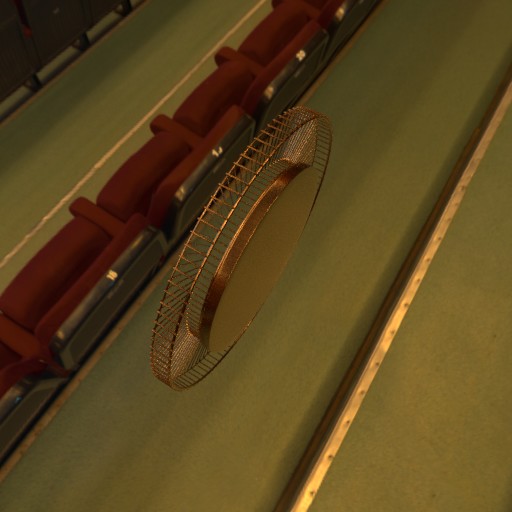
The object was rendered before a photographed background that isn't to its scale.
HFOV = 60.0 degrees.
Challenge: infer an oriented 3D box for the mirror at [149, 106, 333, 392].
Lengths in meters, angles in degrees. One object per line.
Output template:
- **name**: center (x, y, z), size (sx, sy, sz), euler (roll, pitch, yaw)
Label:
- **mirror**: center (0.000, 0.000, 1.055), size (0.067, 0.703, 0.703), euler (29, 67, 14)
